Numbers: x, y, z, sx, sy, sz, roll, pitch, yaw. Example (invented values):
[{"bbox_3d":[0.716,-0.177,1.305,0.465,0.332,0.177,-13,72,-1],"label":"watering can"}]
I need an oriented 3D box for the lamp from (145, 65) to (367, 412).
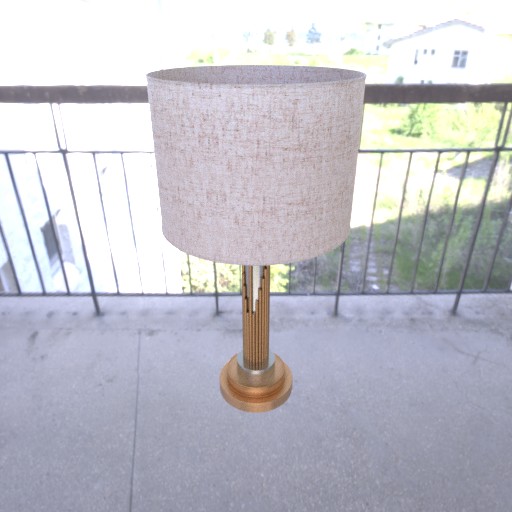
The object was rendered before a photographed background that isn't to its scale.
[{"bbox_3d":[0.000,0.000,0.795,0.321,0.610,0.321,0,27,1],"label":"lamp"}]
